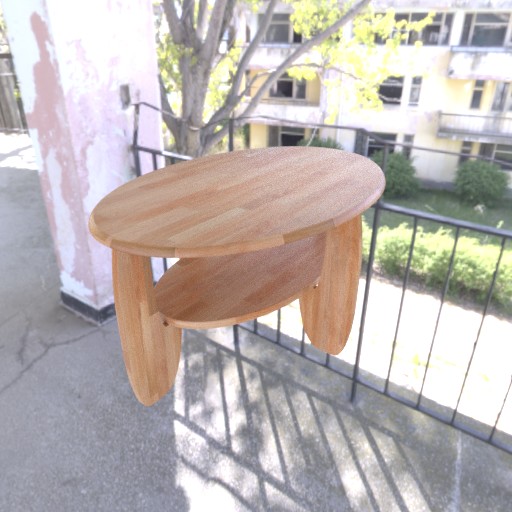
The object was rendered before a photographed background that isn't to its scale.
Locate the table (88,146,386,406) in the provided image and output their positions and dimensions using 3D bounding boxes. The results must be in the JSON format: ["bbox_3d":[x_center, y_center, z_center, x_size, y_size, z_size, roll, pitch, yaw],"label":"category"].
[{"bbox_3d":[0.000,0.000,1.400,0.690,0.490,1.040,18,32,32],"label":"table"}]
